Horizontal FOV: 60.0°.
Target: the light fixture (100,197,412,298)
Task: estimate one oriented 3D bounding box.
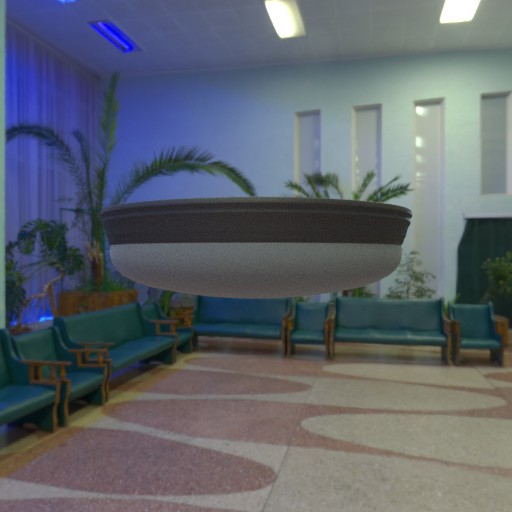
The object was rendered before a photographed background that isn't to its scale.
[{"bbox_3d":[0.000,0.000,0.553,0.368,0.100,0.368,0,0,0],"label":"light fixture"}]
